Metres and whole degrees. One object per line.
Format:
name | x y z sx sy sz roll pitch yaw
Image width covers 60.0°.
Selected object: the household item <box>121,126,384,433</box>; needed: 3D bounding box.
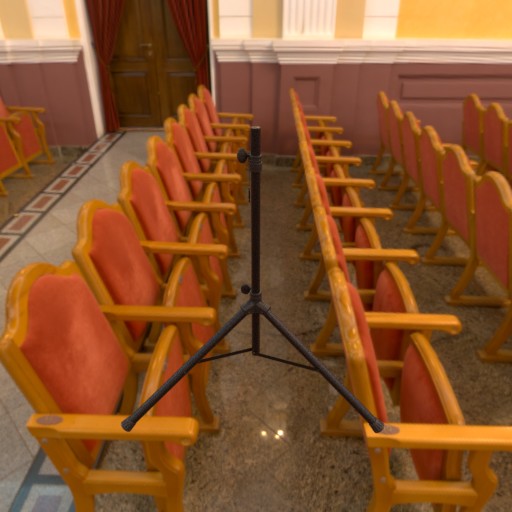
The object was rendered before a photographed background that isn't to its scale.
household item | 0.000 0.000 1.855 1.045 1.136 0.907 1 30 2
